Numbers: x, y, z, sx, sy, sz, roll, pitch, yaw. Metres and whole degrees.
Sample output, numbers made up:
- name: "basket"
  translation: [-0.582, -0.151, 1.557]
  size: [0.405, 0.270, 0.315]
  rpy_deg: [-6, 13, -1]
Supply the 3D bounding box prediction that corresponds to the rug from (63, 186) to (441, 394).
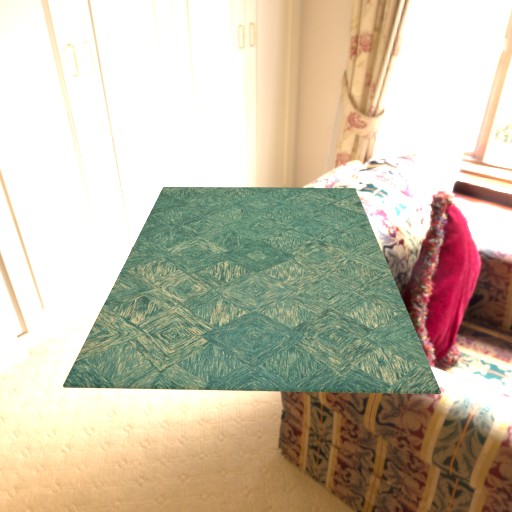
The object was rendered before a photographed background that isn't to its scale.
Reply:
- name: "rug"
  translation: [0.000, 0.000, 4.173]
  size: [2.405, 0.027, 3.217]
  rpy_deg: [1, 32, 1]
